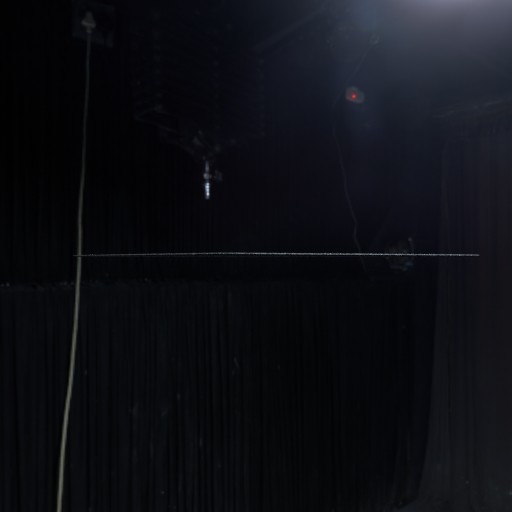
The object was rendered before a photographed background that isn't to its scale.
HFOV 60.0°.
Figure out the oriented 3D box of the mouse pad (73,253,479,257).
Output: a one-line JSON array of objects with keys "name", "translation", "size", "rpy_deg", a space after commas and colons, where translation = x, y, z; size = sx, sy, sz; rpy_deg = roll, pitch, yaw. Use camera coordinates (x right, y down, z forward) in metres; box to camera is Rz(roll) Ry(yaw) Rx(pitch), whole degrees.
[{"name": "mouse pad", "translation": [0.000, 0.000, 0.625], "size": [0.393, 0.002, 0.451], "rpy_deg": [0, 0, -36]}]
